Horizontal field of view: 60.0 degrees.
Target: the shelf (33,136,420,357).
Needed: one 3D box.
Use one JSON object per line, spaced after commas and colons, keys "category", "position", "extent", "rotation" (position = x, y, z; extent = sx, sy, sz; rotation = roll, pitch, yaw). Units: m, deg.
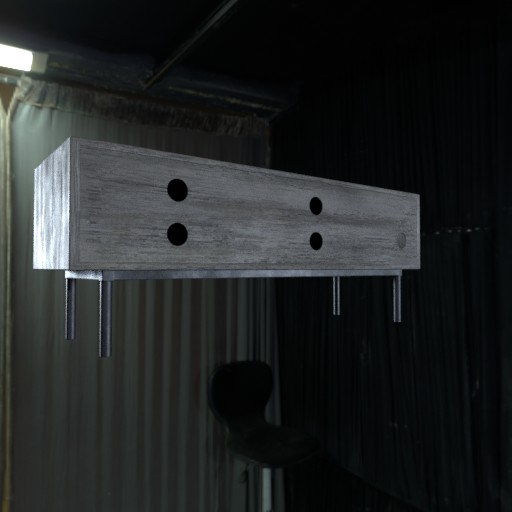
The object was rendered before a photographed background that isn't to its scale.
{"category": "shelf", "position": [0.000, 0.000, 1.501], "extent": [1.300, 0.495, 0.400], "rotation": [1, -2, -37]}
